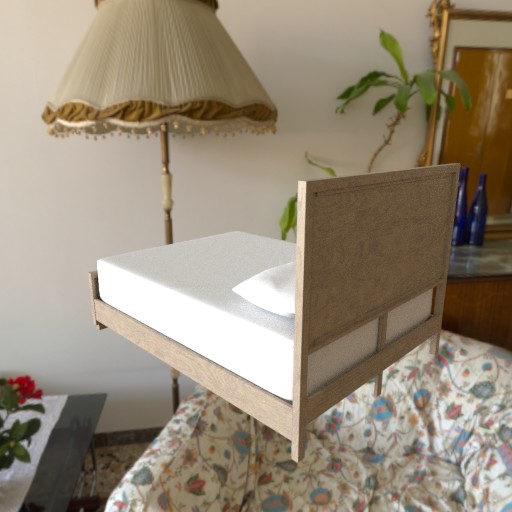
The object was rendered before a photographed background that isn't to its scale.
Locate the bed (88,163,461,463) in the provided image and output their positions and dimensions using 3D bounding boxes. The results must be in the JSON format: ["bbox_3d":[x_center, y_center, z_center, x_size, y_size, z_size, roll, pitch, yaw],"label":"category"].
[{"bbox_3d":[0.000,0.000,3.286,1.606,1.369,2.189,-15,21,-43],"label":"bed"}]
